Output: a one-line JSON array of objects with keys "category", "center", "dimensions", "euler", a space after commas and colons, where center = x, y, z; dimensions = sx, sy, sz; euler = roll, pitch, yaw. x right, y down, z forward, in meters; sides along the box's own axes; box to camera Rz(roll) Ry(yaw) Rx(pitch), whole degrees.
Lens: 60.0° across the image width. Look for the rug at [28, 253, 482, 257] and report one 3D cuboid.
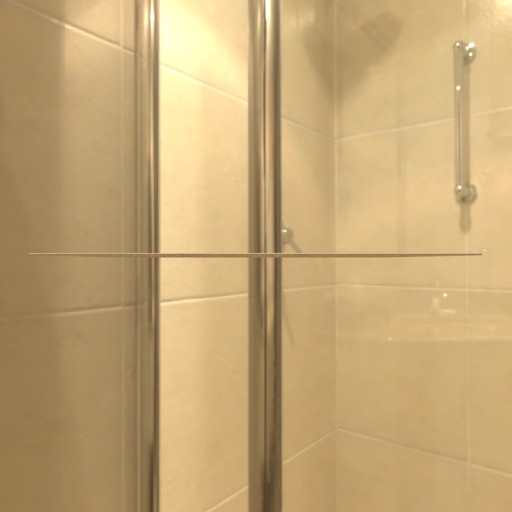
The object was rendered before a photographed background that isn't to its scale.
[{"category": "rug", "center": [0.000, 0.000, 4.033], "dimensions": [2.945, 0.014, 2.353], "euler": [0, -1, 1]}]
